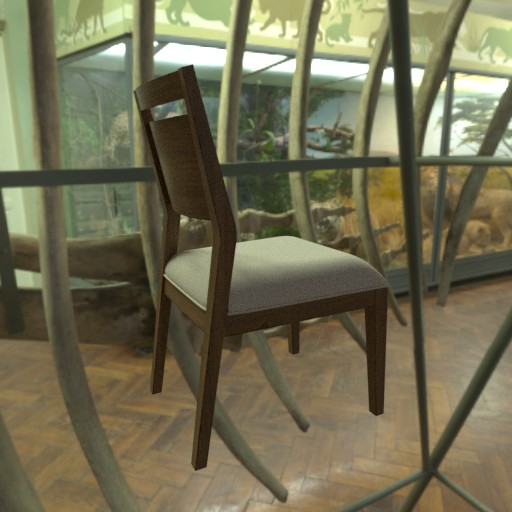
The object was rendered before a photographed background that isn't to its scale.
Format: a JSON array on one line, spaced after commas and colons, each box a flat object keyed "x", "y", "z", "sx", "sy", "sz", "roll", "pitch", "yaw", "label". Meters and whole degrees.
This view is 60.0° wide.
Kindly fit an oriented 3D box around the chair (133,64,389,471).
[{"x": 0.000, "y": 0.000, "z": 1.297, "sx": 0.610, "sy": 0.939, "sz": 0.497, "roll": -7, "pitch": 15, "yaw": -27, "label": "chair"}]
